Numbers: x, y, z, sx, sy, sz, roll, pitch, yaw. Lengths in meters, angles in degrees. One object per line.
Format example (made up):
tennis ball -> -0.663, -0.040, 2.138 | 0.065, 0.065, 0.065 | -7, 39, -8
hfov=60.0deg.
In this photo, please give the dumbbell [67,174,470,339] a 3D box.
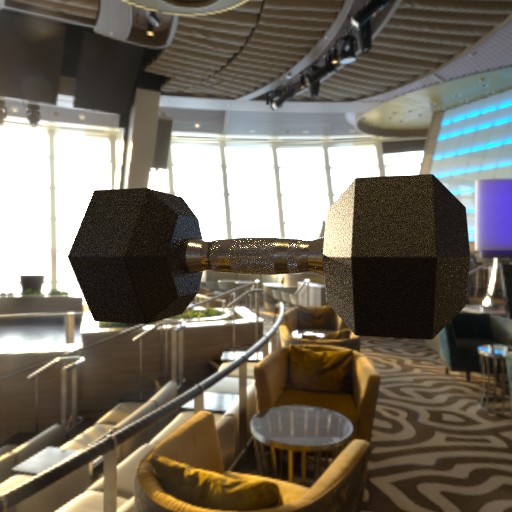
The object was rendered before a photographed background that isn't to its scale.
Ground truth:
dumbbell -> 0.000, 0.000, 0.371 | 0.315, 0.113, 0.129 | 0, 1, 17
